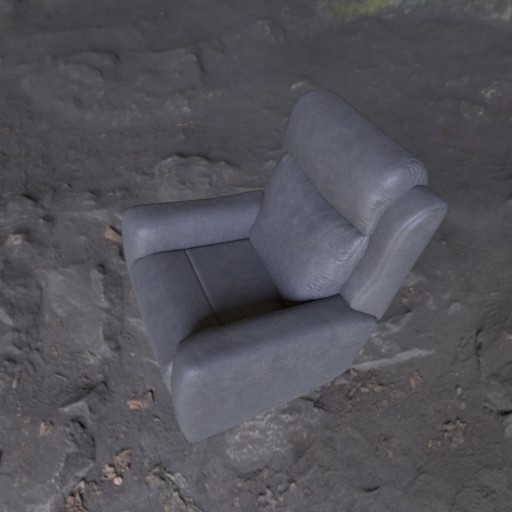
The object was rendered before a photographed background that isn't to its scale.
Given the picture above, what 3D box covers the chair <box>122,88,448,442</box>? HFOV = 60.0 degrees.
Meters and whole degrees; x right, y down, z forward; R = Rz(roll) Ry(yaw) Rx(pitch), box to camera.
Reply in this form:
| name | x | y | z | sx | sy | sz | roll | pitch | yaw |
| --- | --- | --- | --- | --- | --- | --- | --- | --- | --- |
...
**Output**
| name | x | y | z | sx | sy | sz | roll | pitch | yaw |
| --- | --- | --- | --- | --- | --- | --- | --- | --- | --- |
| chair | 0.000 | 0.000 | 1.932 | 1.068 | 1.116 | 0.967 | -18 | 49 | -16 |
